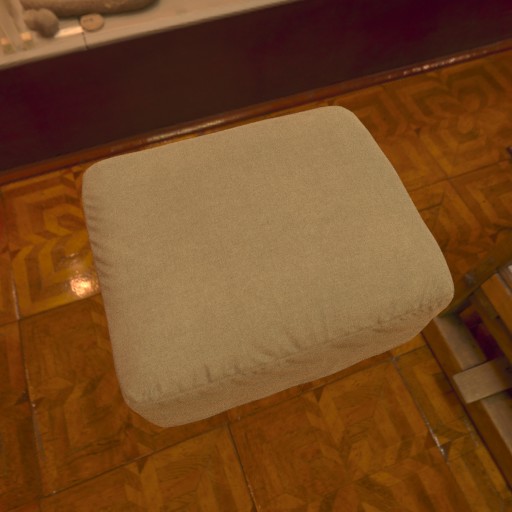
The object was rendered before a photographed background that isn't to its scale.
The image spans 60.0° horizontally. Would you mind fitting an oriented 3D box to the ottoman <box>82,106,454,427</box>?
[{"bbox_3d":[0.000,0.000,1.244,0.837,0.481,0.683,-17,64,-8],"label":"ottoman"}]
